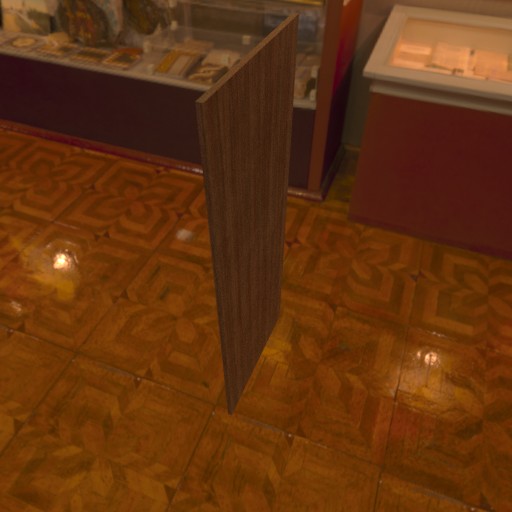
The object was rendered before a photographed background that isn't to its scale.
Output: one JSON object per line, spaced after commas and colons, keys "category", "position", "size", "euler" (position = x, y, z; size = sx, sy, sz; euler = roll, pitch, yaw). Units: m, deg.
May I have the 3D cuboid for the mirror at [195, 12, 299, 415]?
{"category": "mirror", "position": [0.000, 0.000, 2.249], "size": [0.025, 2.032, 0.812], "euler": [17, 49, 16]}
